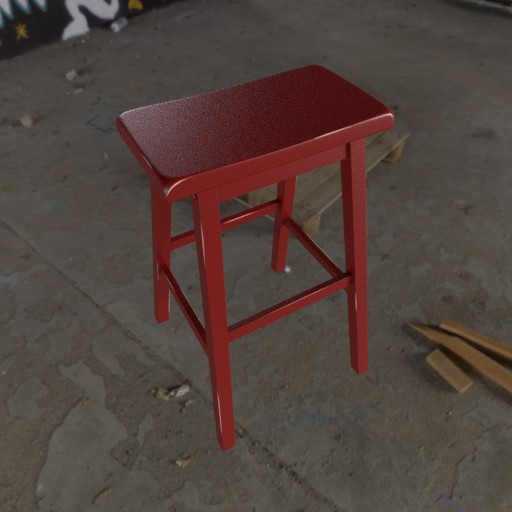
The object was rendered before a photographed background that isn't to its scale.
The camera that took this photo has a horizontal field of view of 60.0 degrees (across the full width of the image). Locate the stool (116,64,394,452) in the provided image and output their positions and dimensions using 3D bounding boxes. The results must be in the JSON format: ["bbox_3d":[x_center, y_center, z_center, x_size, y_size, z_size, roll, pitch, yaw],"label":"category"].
[{"bbox_3d":[0.000,0.000,1.053,0.457,0.737,0.476,-22,50,-20],"label":"stool"}]
